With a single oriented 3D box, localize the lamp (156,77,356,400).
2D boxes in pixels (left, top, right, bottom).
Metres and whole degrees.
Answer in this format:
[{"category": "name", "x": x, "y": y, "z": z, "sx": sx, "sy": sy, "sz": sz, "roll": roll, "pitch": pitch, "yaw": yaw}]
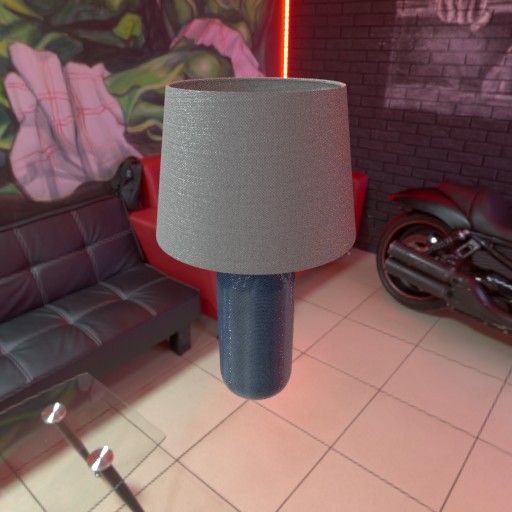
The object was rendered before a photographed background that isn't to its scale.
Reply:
[{"category": "lamp", "x": 0.000, "y": 0.000, "z": 0.589, "sx": 0.253, "sy": 0.428, "sz": 0.253, "roll": 0, "pitch": 26, "yaw": 0}]
